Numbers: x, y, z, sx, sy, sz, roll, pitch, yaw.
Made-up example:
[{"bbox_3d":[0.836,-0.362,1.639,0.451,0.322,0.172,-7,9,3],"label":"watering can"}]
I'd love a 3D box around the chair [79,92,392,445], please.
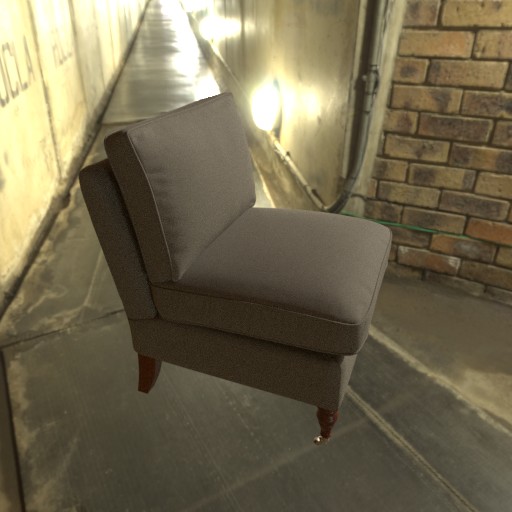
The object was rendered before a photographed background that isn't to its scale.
[{"bbox_3d":[0.000,0.000,1.662,0.924,1.045,0.724,11,31,19],"label":"chair"}]
